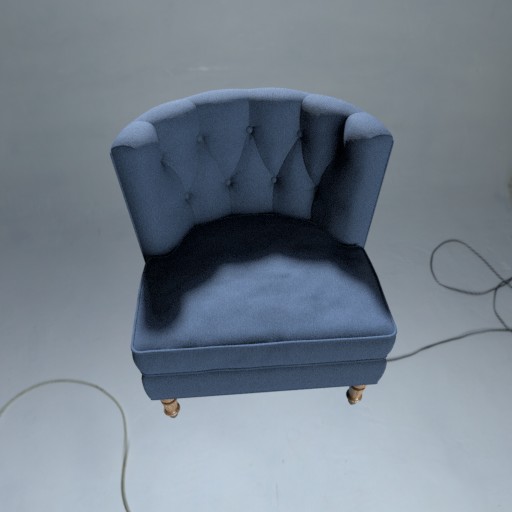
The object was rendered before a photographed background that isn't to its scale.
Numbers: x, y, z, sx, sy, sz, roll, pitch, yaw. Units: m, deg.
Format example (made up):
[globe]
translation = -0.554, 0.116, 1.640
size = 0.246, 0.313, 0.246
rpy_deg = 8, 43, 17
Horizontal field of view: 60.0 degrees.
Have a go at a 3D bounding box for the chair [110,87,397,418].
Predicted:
[chair]
translation = 0.000, 0.000, 1.361
size = 0.740, 0.771, 0.718
rpy_deg = -3, 47, -3
